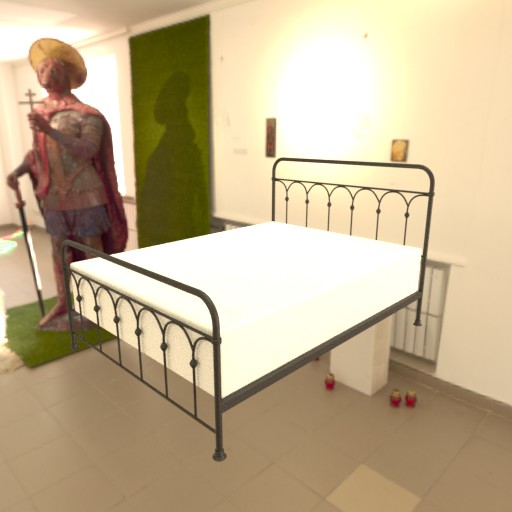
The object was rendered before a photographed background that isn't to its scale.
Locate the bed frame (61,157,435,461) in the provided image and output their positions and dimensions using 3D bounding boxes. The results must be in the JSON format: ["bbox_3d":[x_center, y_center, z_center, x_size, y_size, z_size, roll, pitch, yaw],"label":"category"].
[{"bbox_3d":[0.000,0.000,3.244,1.664,1.276,2.203,15,21,42],"label":"bed frame"}]
